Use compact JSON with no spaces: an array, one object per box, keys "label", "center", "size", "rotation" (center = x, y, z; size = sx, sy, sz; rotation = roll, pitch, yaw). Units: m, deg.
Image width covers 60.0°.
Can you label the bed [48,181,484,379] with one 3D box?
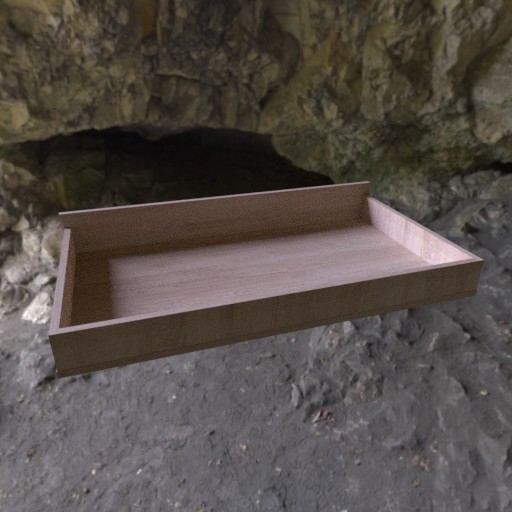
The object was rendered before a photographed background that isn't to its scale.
[{"label":"bed","center":[0.000,0.000,1.448],"size":[1.200,0.209,0.685],"rotation":[-8,27,-16]}]
